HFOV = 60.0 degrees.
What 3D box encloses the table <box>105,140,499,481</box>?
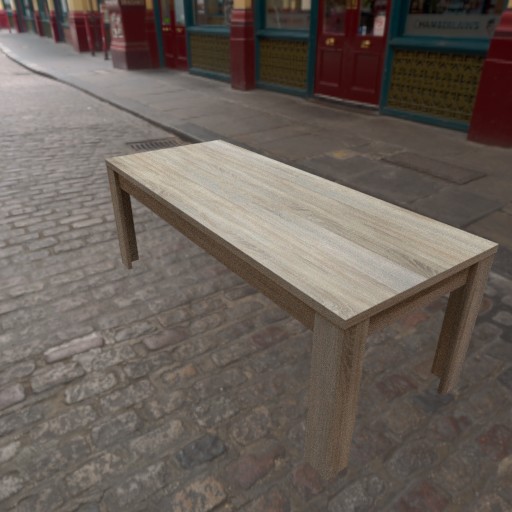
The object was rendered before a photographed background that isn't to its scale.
[{"bbox_3d":[0.000,0.000,2.581,0.900,0.790,2.200,-19,33,-31],"label":"table"}]
